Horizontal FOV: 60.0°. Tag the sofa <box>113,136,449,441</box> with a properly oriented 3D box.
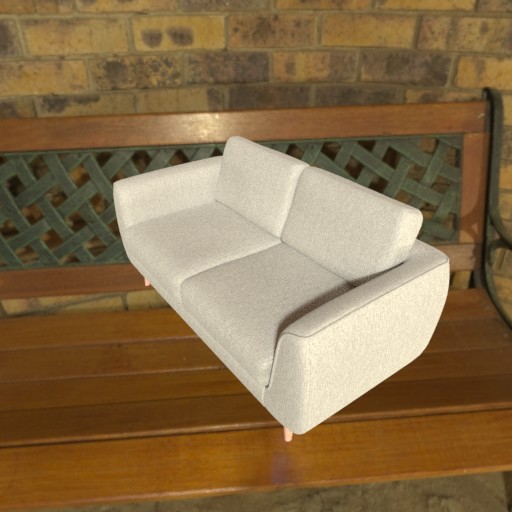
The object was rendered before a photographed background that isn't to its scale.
[{"bbox_3d":[0.000,0.000,2.278,0.920,0.850,1.700,-21,37,-30],"label":"sofa"}]
